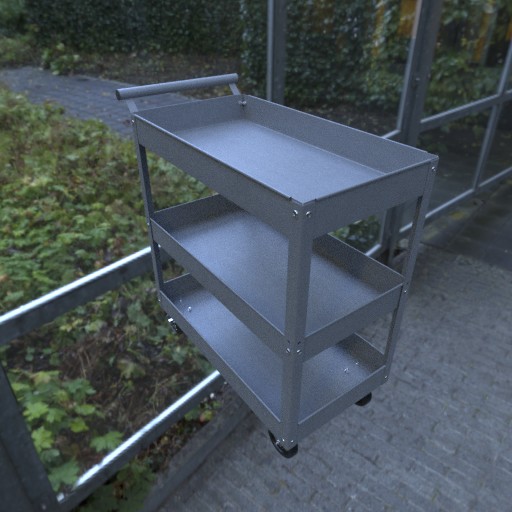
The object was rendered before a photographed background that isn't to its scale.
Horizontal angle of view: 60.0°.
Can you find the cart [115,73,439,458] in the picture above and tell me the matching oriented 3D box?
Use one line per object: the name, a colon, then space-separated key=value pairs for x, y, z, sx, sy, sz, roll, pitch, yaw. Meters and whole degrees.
cart: x=0.000 y=0.000 z=1.185 sx=0.366 sy=0.780 sz=0.719 roll=-22 pitch=38 yaw=-30
